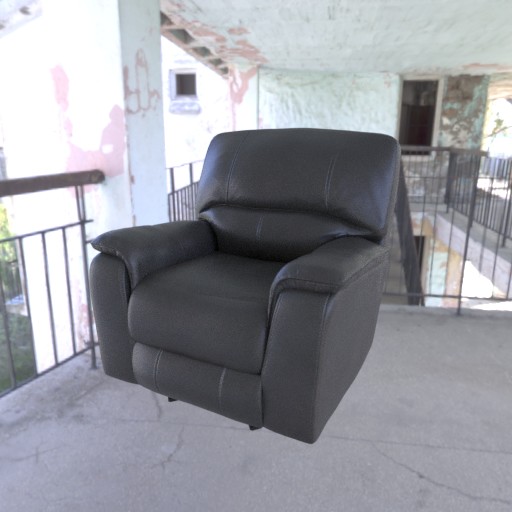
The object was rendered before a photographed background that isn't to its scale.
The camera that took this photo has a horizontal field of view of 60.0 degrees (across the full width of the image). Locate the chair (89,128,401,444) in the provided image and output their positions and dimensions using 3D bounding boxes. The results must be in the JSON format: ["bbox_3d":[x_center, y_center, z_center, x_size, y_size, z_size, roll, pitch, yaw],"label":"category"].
[{"bbox_3d":[0.000,0.000,1.976,1.096,1.109,1.087,8,17,27],"label":"chair"}]
